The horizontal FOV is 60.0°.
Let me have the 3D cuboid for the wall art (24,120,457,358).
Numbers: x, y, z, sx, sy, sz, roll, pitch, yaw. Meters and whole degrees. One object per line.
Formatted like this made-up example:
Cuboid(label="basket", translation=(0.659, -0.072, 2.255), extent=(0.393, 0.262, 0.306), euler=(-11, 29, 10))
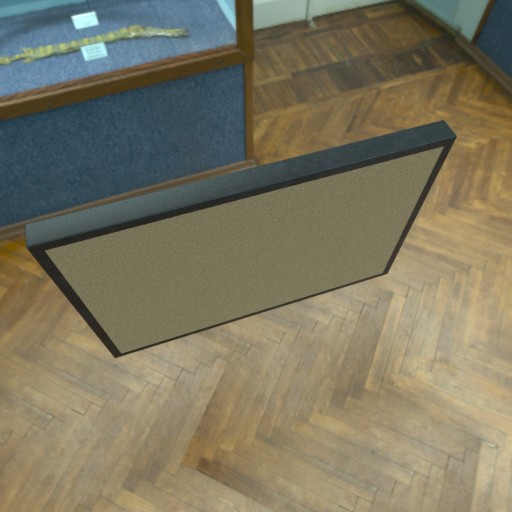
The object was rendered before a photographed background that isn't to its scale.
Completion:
Cuboid(label="wall art", translation=(0.000, 0.000, 0.777), extent=(0.610, 0.409, 0.038), euler=(-16, 59, -10))
